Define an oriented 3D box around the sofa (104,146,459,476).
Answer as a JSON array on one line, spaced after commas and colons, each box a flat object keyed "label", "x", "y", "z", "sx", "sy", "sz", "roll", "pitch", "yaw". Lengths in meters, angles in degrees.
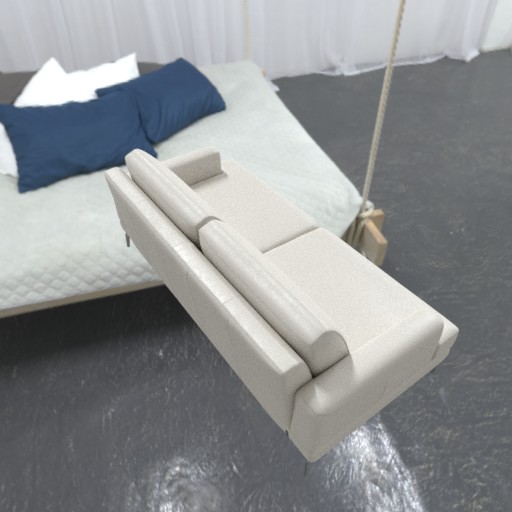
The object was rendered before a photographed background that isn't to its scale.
[{"label": "sofa", "x": 0.000, "y": 0.000, "z": 2.415, "sx": 0.974, "sy": 0.765, "sz": 1.940, "roll": -26, "pitch": 48, "yaw": -26}]
